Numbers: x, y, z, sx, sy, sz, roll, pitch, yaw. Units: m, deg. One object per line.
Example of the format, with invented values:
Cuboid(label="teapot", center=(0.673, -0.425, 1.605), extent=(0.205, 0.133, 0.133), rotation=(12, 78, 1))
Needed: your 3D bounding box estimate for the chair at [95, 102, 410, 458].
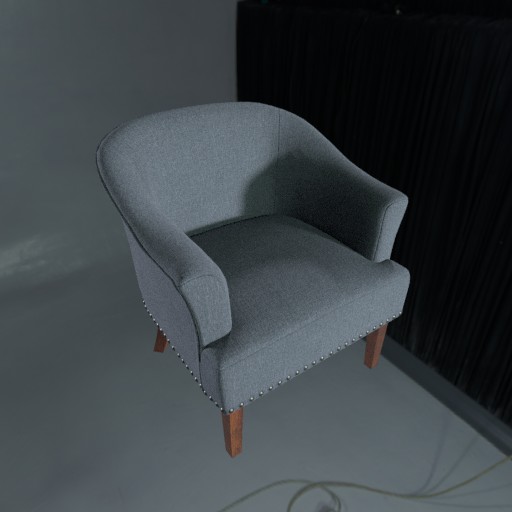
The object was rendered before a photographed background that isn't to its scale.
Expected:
Cuboid(label="chair", center=(0.000, 0.000, 1.422), extent=(0.798, 0.815, 0.704), rotation=(-21, 37, -30))
